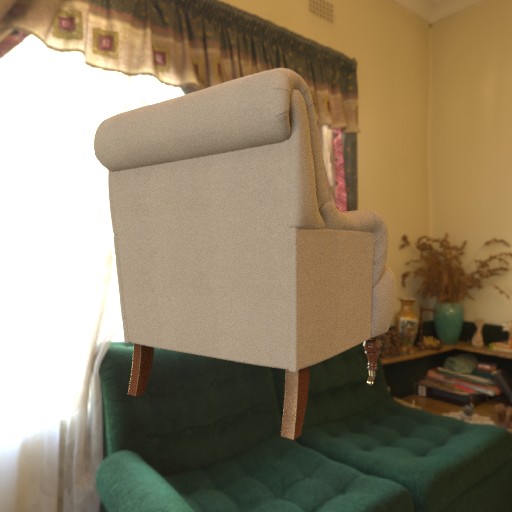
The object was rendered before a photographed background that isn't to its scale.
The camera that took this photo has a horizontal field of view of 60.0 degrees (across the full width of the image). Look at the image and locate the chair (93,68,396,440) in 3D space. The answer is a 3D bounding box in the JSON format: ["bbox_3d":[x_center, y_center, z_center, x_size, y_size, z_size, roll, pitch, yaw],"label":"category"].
[{"bbox_3d":[0.000,0.000,1.558,0.766,0.942,0.842,0,0,35],"label":"chair"}]
